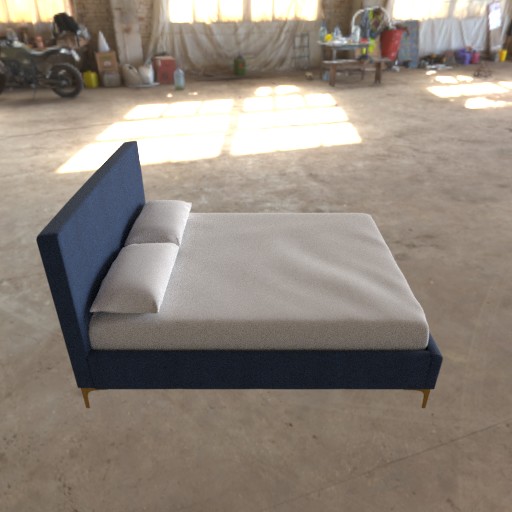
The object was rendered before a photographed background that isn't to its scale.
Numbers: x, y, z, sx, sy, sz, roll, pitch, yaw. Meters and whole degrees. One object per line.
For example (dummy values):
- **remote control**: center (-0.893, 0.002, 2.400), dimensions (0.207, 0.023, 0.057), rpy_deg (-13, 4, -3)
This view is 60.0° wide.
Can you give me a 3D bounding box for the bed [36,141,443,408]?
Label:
- **bed**: center (0.000, 0.000, 3.200), dimensions (2.172, 1.231, 1.723), rpy_deg (0, 30, 0)
